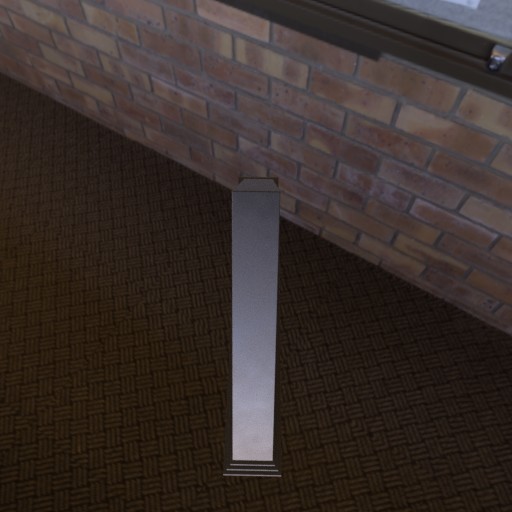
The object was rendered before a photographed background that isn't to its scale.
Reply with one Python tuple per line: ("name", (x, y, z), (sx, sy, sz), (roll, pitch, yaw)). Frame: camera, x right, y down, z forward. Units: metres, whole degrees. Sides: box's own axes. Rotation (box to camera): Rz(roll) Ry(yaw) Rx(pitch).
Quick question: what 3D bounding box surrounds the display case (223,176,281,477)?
("display case", (0.000, 0.000, 0.749), (0.095, 0.340, 0.640), (1, 59, 1))
